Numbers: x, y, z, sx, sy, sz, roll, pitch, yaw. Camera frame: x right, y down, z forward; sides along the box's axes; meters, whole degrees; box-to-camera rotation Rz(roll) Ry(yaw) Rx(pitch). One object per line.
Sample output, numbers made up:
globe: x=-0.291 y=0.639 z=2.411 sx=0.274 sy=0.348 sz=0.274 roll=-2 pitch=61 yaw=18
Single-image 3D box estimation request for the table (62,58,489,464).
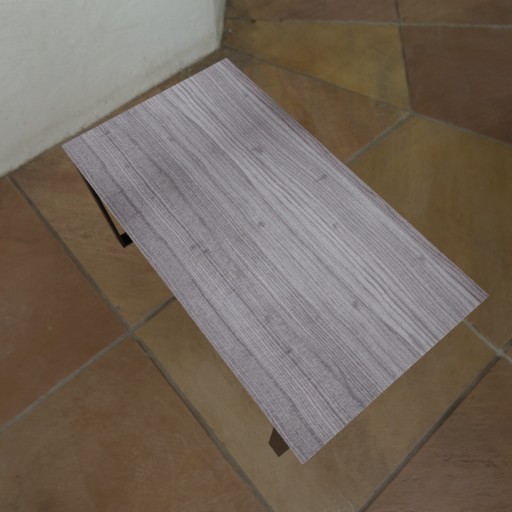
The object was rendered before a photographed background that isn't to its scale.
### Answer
table: x=0.000 y=0.000 z=2.073 sx=0.881 sy=0.736 sz=1.579 roll=-35 pitch=68 yaw=-16
